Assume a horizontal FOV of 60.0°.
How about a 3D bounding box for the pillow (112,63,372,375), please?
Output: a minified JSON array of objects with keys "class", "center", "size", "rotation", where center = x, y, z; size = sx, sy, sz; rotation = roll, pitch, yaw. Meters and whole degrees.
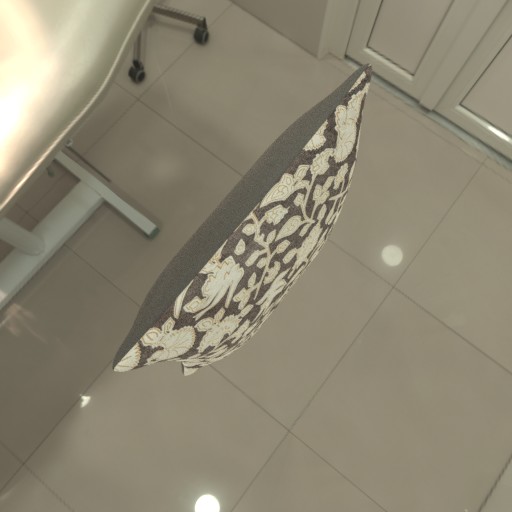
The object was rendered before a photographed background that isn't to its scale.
[{"class":"pillow","center":[0.000,0.000,0.803],"size":[0.166,0.507,0.526],"rotation":[37,78,9]}]
